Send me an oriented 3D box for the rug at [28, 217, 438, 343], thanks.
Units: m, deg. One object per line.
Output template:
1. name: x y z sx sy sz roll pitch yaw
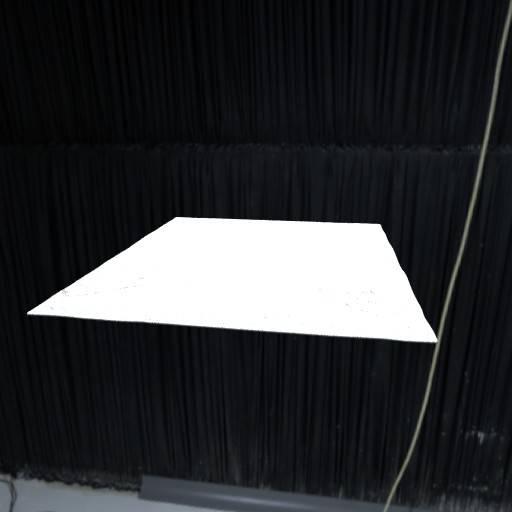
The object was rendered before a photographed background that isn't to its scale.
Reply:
1. rug: 0.000 0.000 0.878 0.548 0.006 0.639 3 17 9
